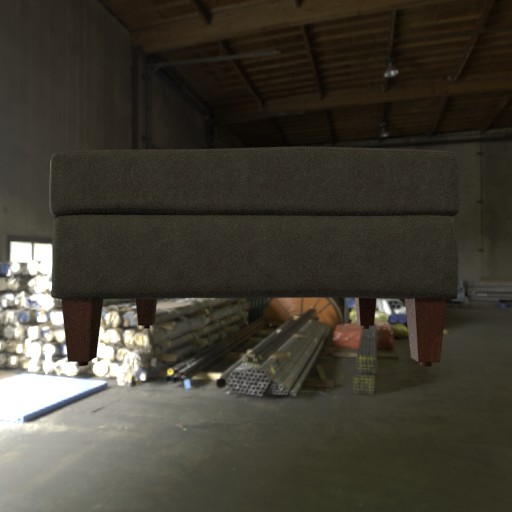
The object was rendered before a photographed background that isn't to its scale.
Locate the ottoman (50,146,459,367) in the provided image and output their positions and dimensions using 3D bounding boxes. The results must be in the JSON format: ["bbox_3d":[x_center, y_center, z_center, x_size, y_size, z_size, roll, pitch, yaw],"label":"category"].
[{"bbox_3d":[0.000,0.000,1.191,0.839,0.464,0.639,0,-1,0],"label":"ottoman"}]
